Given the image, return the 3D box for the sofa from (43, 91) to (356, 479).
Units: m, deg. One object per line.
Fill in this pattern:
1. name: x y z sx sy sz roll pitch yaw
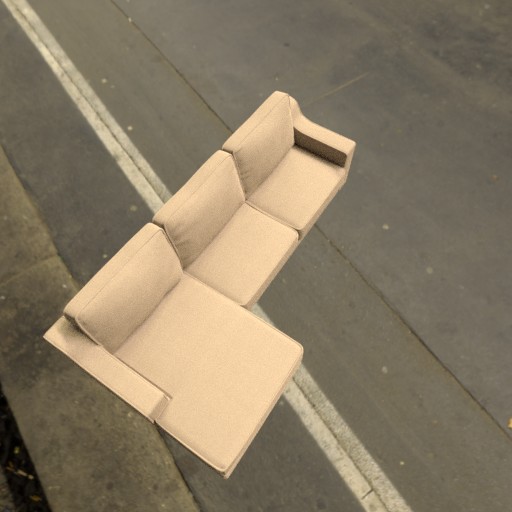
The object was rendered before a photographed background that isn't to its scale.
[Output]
1. sofa: 0.000 0.000 3.163 1.294 0.928 2.561 30 64 17
